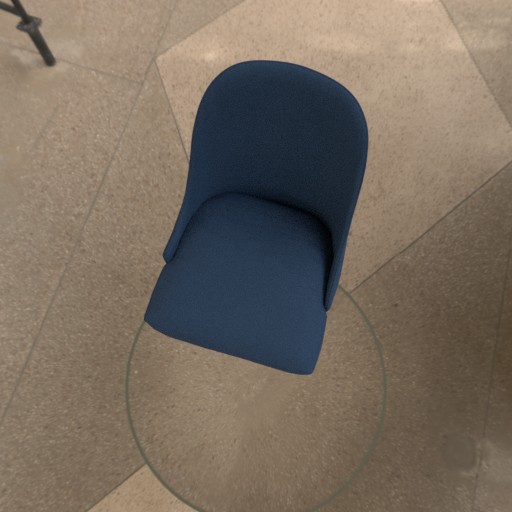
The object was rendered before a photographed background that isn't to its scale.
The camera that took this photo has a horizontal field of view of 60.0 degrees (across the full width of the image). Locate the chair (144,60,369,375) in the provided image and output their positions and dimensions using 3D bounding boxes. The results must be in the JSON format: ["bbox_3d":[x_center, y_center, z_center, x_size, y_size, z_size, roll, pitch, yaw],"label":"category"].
[{"bbox_3d":[0.000,0.000,1.231,0.478,0.896,0.559,17,75,5],"label":"chair"}]
